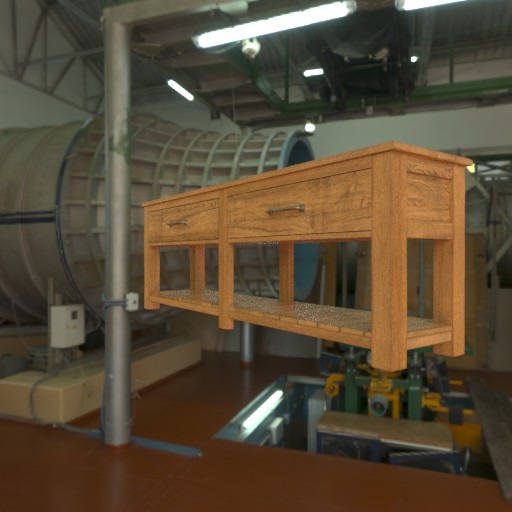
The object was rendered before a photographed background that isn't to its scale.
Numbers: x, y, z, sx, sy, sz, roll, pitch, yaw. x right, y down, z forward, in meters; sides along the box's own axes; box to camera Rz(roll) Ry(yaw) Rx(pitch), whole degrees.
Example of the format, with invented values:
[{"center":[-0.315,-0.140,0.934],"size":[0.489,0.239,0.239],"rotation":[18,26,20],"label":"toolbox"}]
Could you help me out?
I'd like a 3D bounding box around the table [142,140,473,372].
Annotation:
[{"center":[0.000,0.000,2.051],"size":[0.425,0.635,1.815],"rotation":[0,0,-36],"label":"table"}]
